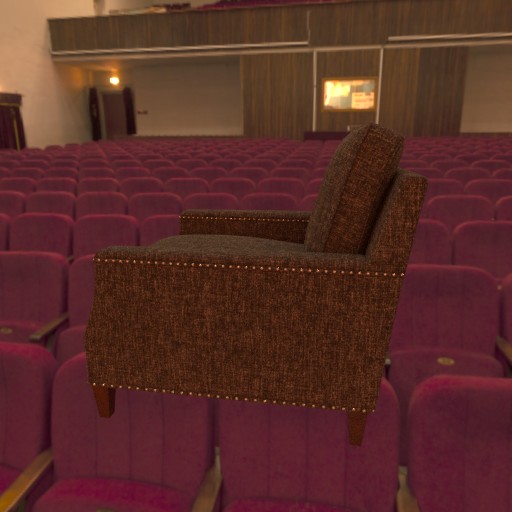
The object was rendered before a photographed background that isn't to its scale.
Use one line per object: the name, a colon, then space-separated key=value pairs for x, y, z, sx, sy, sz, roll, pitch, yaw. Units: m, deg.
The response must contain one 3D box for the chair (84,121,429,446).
chair: x=0.000 y=0.000 z=1.658 sx=1.014 sy=0.943 sz=0.853 roll=3 pitch=15 yaw=10
